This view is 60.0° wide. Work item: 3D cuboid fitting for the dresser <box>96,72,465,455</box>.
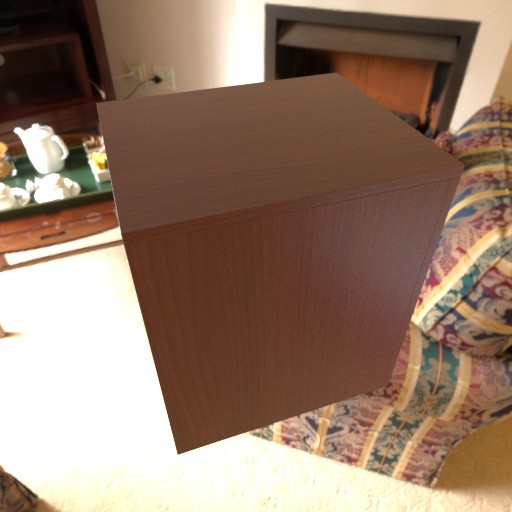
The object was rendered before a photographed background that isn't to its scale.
[{"bbox_3d":[0.000,0.000,0.759,0.400,0.470,0.360,-13,43,-14],"label":"dresser"}]
